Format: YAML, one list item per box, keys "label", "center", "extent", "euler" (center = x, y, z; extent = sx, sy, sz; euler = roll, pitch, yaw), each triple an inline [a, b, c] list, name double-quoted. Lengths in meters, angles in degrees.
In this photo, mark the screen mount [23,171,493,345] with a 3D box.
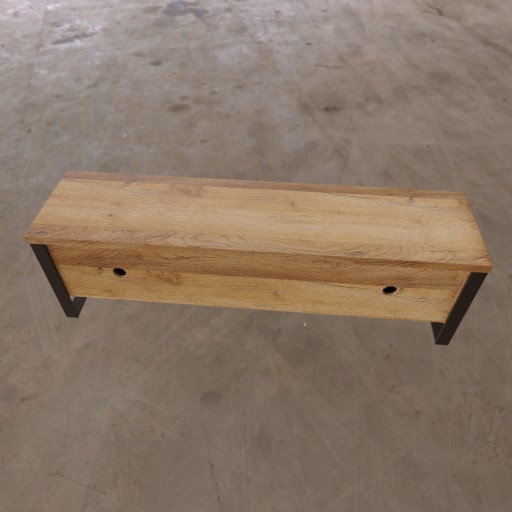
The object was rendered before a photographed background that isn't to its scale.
- label: "screen mount"
  center: [0.000, 0.000, 1.729]
  extent: [1.524, 0.450, 0.395]
  euler: [4, 46, 4]
